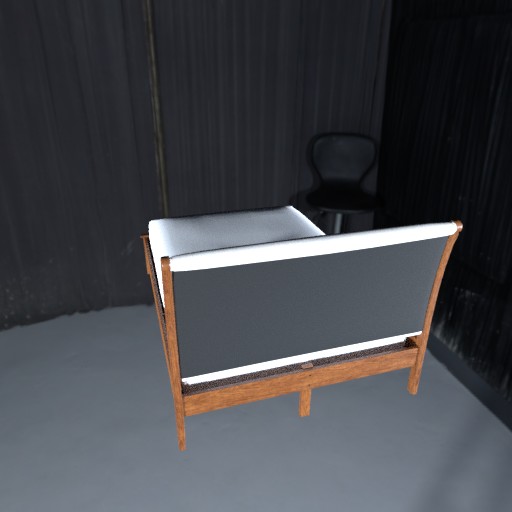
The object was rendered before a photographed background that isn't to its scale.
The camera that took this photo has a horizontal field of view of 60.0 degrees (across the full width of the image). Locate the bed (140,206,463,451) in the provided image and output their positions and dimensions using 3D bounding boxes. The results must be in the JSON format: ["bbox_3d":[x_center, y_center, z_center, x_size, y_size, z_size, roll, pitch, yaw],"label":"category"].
[{"bbox_3d":[0.000,0.000,3.374,1.612,1.250,2.380,-8,27,-15],"label":"bed"}]
